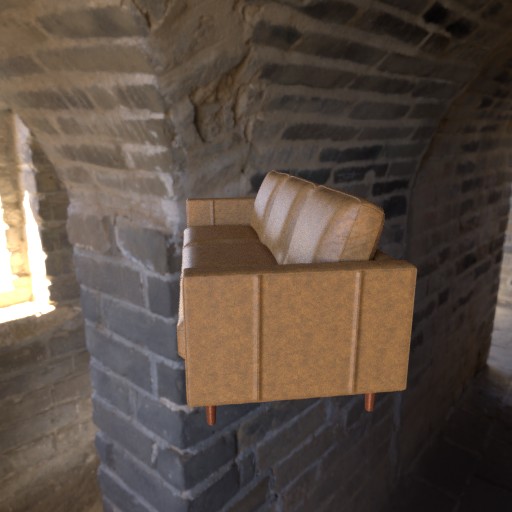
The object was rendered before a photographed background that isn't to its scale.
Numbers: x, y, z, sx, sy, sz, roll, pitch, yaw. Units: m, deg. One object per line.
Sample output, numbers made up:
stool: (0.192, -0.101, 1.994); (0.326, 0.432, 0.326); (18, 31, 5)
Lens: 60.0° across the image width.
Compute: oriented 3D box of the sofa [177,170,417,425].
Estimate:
sofa: (0.000, 0.000, 2.714); (0.903, 0.930, 2.231); (-2, 14, -8)
